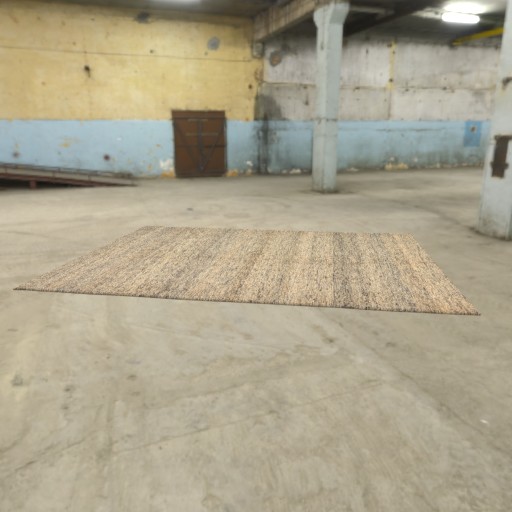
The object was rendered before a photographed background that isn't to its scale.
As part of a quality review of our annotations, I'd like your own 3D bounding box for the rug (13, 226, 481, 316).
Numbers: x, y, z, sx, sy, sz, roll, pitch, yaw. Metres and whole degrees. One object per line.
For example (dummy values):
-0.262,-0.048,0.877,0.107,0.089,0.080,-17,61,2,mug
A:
0.000,0.000,4.132,3.199,0.036,2.414,2,15,9,rug
